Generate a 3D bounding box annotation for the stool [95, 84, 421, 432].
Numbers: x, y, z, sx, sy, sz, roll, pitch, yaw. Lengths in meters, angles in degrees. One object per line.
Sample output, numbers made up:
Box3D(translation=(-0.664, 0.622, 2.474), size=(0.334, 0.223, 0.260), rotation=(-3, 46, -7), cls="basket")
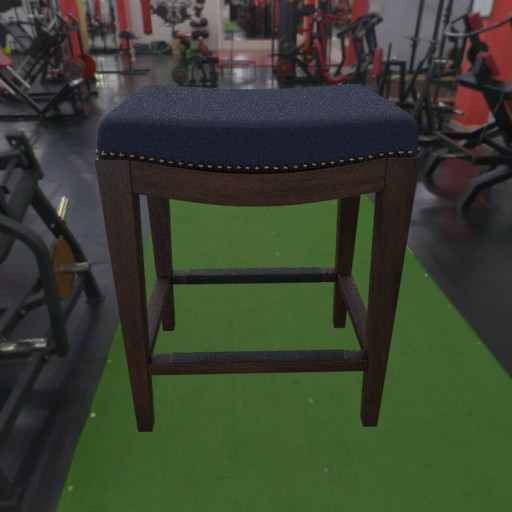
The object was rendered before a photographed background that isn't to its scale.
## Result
Box3D(translation=(0.000, 0.000, 0.931), size=(0.500, 0.642, 0.361), rotation=(-1, 29, -1), cls="stool")
